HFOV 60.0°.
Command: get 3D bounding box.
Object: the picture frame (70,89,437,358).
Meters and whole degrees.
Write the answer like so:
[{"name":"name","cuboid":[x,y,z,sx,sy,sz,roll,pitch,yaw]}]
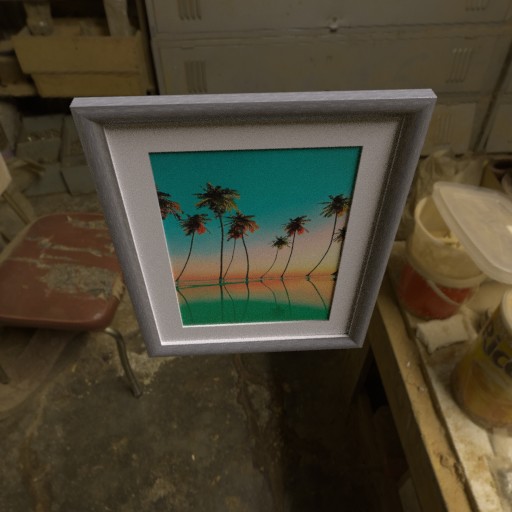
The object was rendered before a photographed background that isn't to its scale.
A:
[{"name":"picture frame","cuboid":[0.000,0.000,0.751,0.454,0.559,0.029,-2,45,-2]}]
